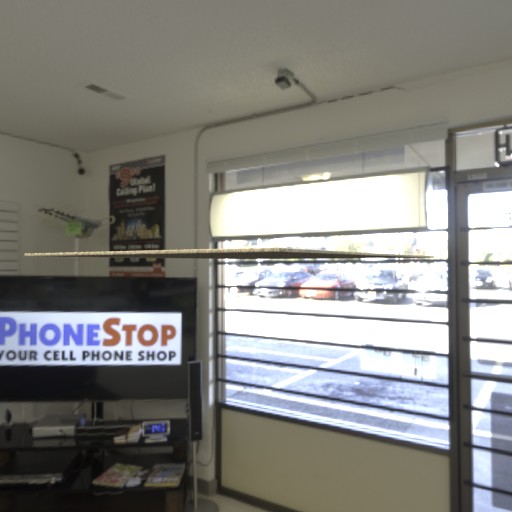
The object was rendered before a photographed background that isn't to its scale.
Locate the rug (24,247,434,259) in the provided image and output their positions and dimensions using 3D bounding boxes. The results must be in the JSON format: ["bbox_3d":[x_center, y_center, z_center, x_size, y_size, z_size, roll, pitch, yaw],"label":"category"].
[{"bbox_3d":[0.000,0.000,4.101,2.449,0.025,3.049,-1,-1,35],"label":"rug"}]
